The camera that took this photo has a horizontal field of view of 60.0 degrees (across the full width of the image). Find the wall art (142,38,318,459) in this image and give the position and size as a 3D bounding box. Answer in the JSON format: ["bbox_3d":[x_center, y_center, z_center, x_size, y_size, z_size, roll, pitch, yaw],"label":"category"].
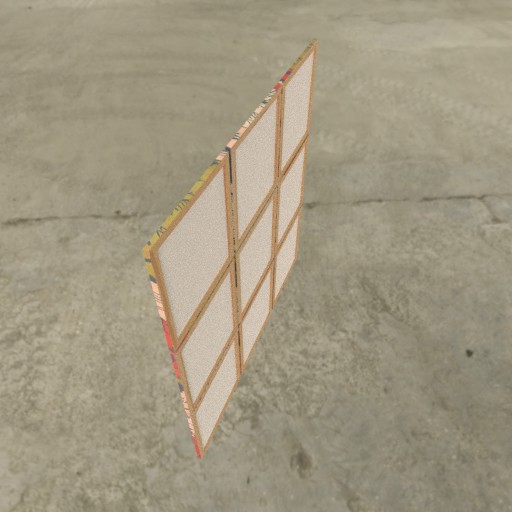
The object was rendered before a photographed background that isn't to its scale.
[{"bbox_3d":[0.000,0.000,1.305,0.013,0.913,0.904,17,49,15],"label":"wall art"}]
